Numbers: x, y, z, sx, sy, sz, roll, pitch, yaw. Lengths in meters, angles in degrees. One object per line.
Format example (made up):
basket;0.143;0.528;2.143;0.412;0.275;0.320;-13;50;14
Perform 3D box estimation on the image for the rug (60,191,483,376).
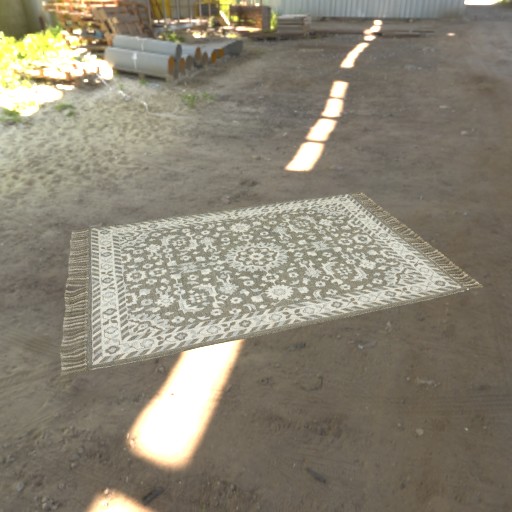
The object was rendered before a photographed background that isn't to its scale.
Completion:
rug;0.000;0.000;3.006;2.431;0.025;1.530;-9;33;-15
